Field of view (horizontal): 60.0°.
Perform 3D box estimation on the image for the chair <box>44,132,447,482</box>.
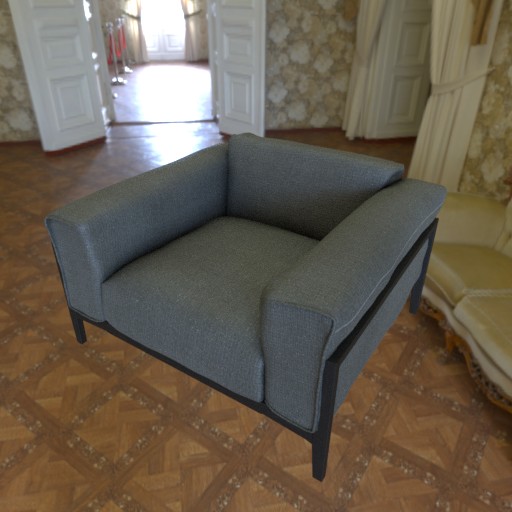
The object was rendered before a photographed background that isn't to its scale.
[{"bbox_3d":[0.000,0.000,1.616,1.056,0.646,0.969,18,35,28],"label":"chair"}]
